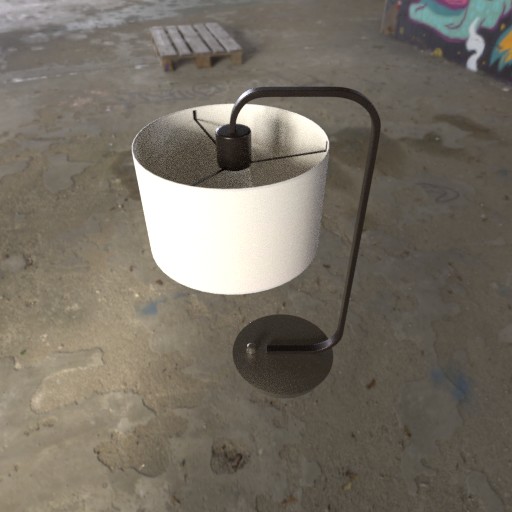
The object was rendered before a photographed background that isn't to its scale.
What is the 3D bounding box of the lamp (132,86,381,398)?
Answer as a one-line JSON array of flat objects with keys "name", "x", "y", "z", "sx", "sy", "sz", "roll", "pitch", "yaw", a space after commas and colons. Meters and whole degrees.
[{"name": "lamp", "x": 0.000, "y": 0.000, "z": 0.635, "sx": 0.288, "sy": 0.473, "sz": 0.230, "roll": 0, "pitch": 39, "yaw": 0}]
